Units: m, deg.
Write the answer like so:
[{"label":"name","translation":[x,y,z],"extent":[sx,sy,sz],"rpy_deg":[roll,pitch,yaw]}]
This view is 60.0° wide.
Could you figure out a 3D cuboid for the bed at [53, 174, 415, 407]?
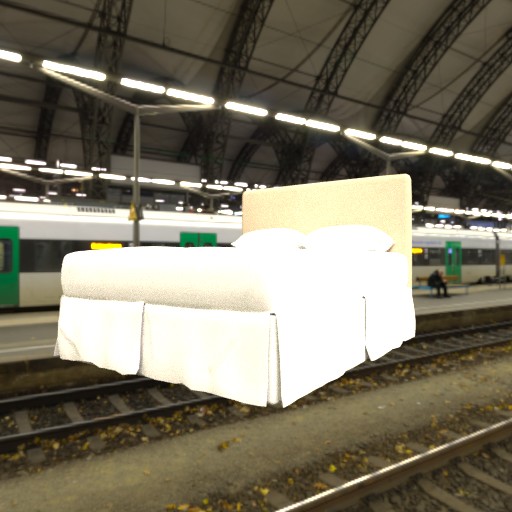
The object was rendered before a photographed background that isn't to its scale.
[{"label":"bed","translation":[0.000,0.000,3.161],"extent":[1.723,1.330,2.142],"rpy_deg":[0,0,35]}]
